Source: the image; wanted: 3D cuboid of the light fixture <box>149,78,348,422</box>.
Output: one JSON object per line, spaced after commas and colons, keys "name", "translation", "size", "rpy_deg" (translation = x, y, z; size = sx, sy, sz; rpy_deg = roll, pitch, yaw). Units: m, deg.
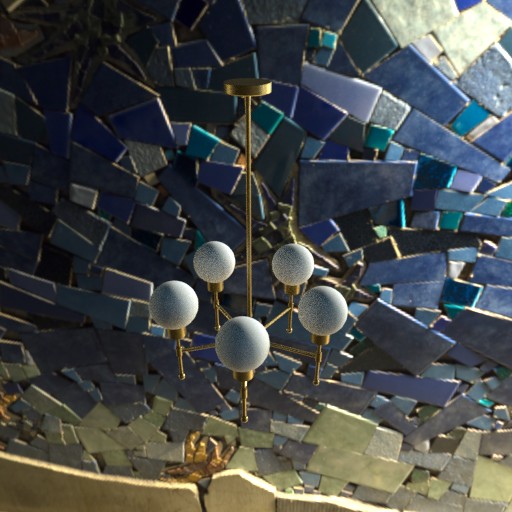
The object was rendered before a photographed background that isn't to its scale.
{"name": "light fixture", "translation": [0.000, 0.000, 1.805], "size": [0.785, 1.331, 0.815], "rpy_deg": [11, 32, 19]}
